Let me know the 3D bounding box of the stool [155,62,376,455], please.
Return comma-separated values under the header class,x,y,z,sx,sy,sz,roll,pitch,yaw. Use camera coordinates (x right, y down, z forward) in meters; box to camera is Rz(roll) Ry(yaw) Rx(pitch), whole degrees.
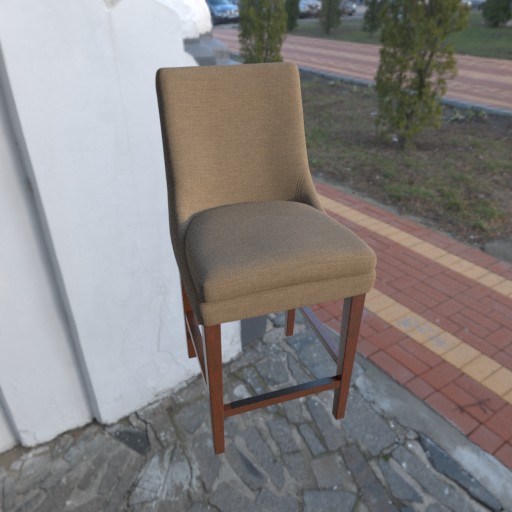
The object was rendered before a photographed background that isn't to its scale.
class,x,y,z,sx,sy,sz,roll,pitch,yaw
stool,0.000,0.000,1.302,0.470,0.981,0.577,-10,32,-16
